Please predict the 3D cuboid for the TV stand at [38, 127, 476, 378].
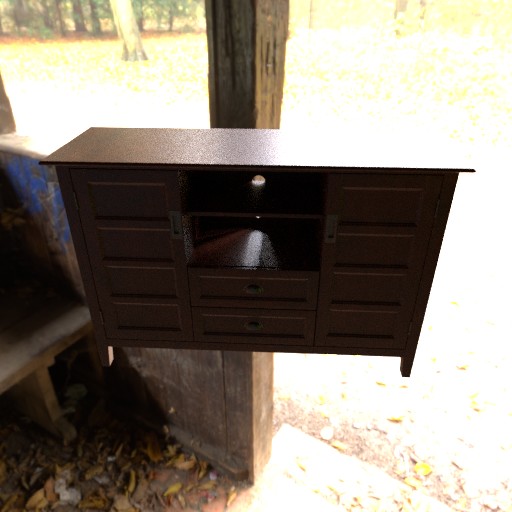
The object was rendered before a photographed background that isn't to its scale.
[{"bbox_3d":[0.000,0.000,1.803,1.372,0.915,0.445,2,30,3],"label":"TV stand"}]
